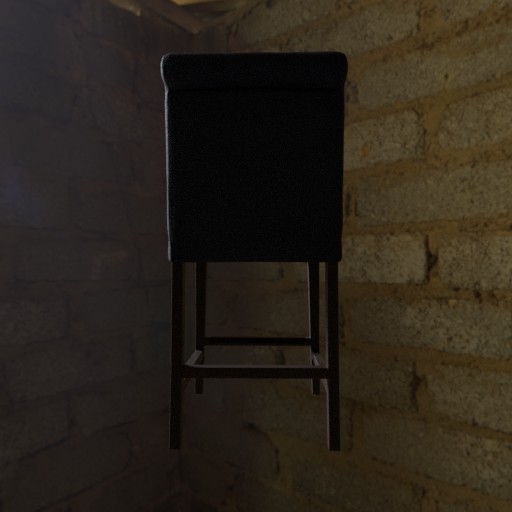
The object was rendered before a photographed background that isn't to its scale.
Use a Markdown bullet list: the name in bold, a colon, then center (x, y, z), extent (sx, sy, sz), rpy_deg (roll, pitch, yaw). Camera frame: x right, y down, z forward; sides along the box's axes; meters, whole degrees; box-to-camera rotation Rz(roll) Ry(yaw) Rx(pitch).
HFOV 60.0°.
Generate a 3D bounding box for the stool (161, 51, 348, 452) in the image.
- **stool**: center (0.000, 0.000, 1.354), extent (0.493, 1.010, 0.601), rpy_deg (0, 0, 1)
